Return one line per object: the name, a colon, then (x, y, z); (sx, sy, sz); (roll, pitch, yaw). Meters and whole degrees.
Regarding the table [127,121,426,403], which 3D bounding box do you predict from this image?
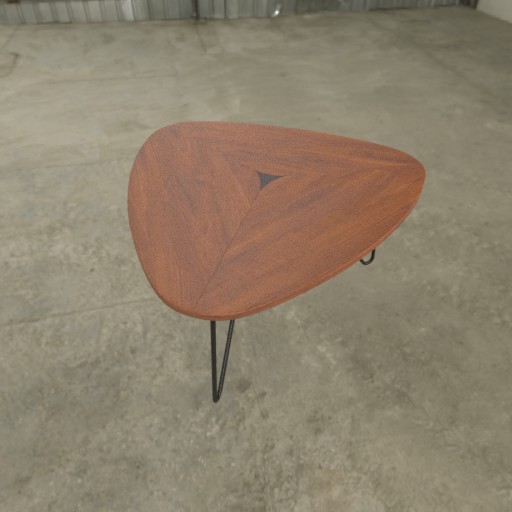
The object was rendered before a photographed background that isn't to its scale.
table: (0.000, 0.000, 1.275); (0.833, 0.413, 0.821); (11, 43, 12)
